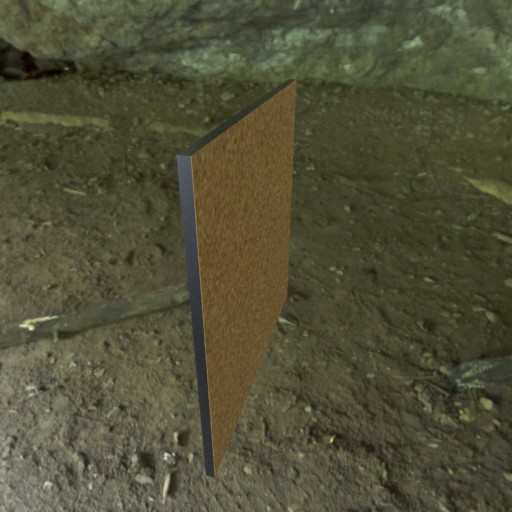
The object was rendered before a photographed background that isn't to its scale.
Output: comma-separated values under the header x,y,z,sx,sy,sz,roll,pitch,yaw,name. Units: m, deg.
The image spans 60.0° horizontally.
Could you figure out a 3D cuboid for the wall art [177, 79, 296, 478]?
x,y,z,sx,sy,sz,roll,pitch,yaw,name
0.000,0.000,0.676,0.014,0.445,0.446,8,31,14,wall art
